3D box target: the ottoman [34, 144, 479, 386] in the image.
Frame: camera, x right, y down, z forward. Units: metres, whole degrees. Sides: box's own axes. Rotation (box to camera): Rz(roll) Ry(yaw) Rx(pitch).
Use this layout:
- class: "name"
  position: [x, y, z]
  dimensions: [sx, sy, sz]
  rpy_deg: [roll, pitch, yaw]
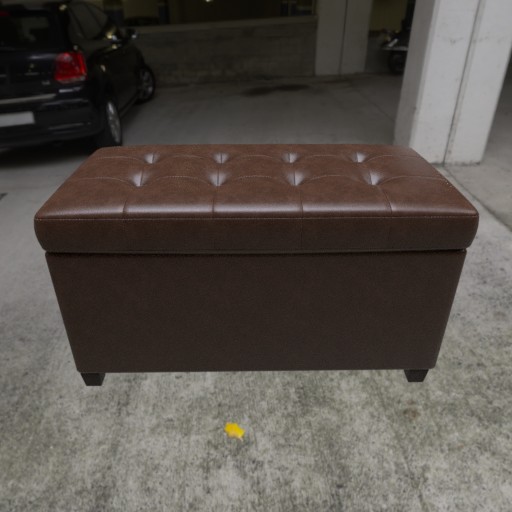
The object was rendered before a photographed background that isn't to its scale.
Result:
- class: "ottoman"
  position: [0.000, 0.000, 1.099]
  dimensions: [0.838, 0.470, 0.432]
  rpy_deg: [0, 31, -1]
